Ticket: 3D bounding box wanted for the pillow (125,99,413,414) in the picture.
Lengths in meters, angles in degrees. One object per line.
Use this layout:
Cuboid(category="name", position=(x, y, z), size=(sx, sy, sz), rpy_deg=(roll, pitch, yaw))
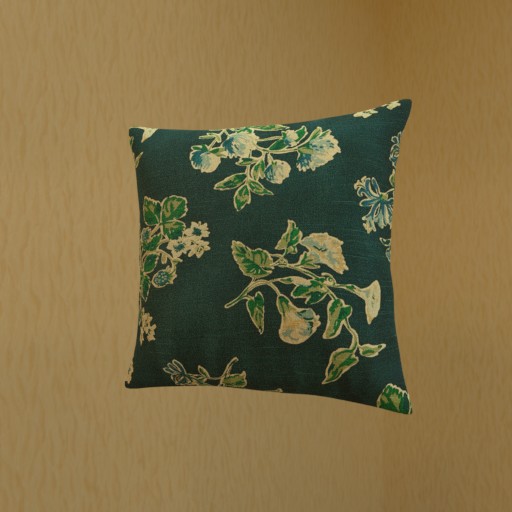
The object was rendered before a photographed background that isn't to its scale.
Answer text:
Cuboid(category="pillow", position=(0.000, 0.000, 0.787), size=(0.525, 0.508, 0.166), rpy_deg=(0, -1, 17))
